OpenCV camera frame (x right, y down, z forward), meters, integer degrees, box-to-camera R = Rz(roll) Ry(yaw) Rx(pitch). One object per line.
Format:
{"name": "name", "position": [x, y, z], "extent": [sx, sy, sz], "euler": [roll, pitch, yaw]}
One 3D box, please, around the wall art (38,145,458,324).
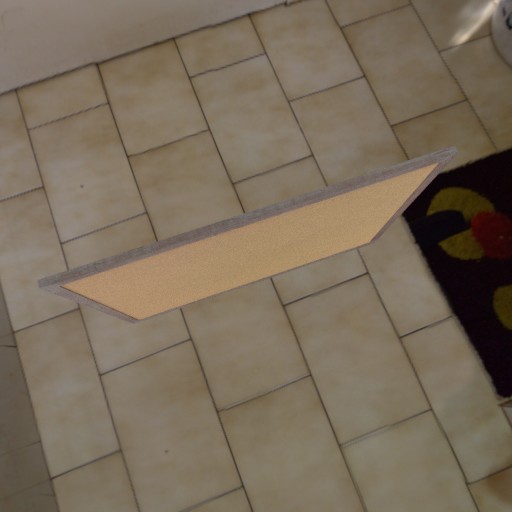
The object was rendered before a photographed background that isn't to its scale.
{"name": "wall art", "position": [0.000, 0.000, 1.391], "extent": [1.012, 0.774, 0.019], "euler": [-18, 76, -5]}
